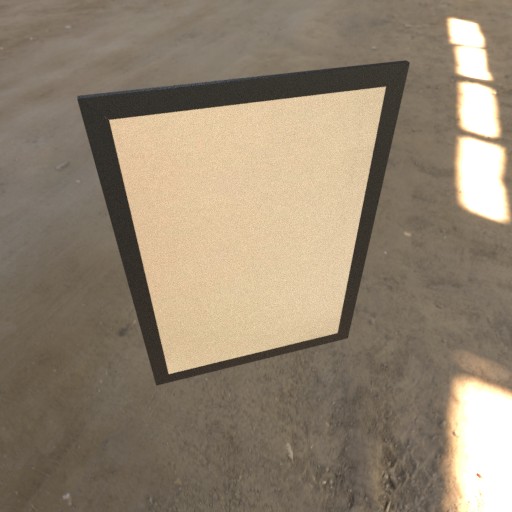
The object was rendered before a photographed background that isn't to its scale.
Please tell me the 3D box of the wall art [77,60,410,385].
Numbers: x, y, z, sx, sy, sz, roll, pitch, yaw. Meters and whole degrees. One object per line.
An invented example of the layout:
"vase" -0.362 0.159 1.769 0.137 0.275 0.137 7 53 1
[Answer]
"wall art" 0.000 0.000 0.667 0.379 0.530 0.008 -11 43 -12
